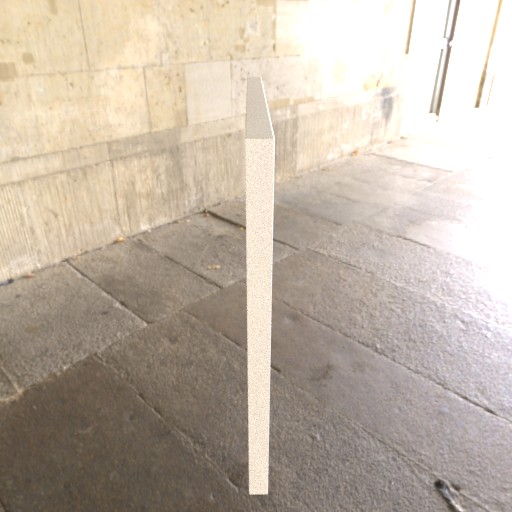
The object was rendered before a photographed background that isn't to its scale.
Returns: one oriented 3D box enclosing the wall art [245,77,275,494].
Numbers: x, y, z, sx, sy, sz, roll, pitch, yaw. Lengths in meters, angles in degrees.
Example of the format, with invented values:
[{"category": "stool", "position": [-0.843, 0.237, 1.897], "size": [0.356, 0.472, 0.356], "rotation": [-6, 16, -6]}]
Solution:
[{"category": "wall art", "position": [0.000, 0.000, 1.115], "size": [0.040, 0.762, 0.762], "rotation": [0, 28, -1]}]
